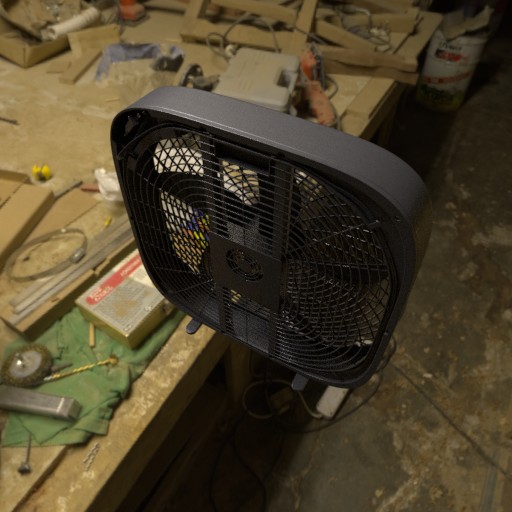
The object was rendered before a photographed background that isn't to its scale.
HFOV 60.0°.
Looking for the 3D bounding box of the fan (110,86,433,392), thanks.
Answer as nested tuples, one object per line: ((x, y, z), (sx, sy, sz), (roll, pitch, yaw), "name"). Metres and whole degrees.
((0.000, 0.000, 0.791), (0.526, 0.533, 0.142), (23, 52, 20), "fan")
